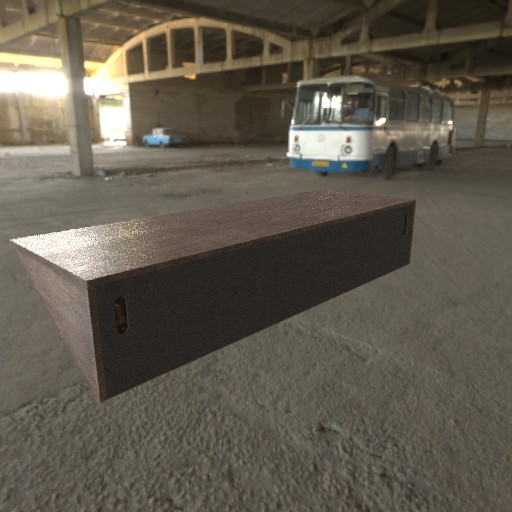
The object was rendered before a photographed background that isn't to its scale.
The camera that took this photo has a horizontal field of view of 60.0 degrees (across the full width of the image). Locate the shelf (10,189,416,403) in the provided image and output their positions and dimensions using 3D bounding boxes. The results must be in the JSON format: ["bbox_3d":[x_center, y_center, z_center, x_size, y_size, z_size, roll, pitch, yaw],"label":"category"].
[{"bbox_3d":[0.000,0.000,0.671,0.610,0.125,0.200,-16,23,-43],"label":"shelf"}]
